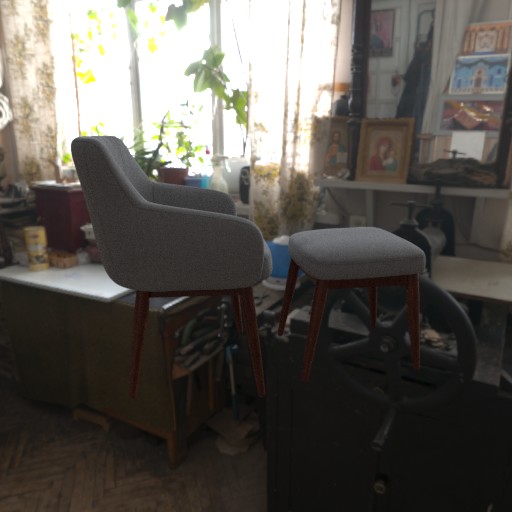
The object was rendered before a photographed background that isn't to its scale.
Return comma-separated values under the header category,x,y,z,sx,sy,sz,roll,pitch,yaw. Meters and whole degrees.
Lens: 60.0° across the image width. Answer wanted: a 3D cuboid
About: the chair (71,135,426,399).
category,x,y,z,sx,sy,sz,roll,pitch,yaw
chair,0.000,0.000,1.524,1.107,0.799,0.584,-3,16,-10
